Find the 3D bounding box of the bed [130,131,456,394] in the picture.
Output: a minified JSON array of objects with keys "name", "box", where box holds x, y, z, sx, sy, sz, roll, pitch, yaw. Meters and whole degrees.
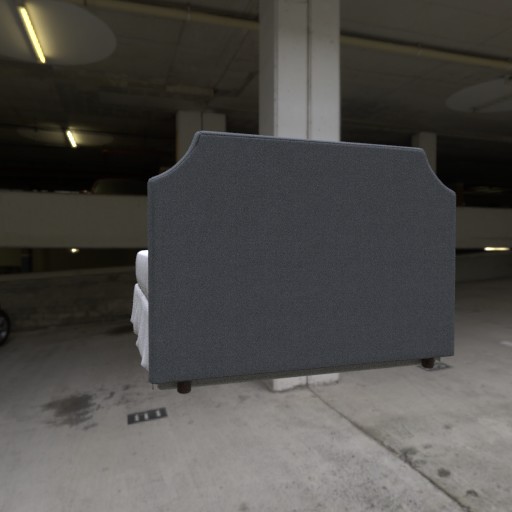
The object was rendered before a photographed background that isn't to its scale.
[{"name":"bed","box":[0.000,0.000,3.444,1.811,1.296,2.259,0,1,-18]}]
